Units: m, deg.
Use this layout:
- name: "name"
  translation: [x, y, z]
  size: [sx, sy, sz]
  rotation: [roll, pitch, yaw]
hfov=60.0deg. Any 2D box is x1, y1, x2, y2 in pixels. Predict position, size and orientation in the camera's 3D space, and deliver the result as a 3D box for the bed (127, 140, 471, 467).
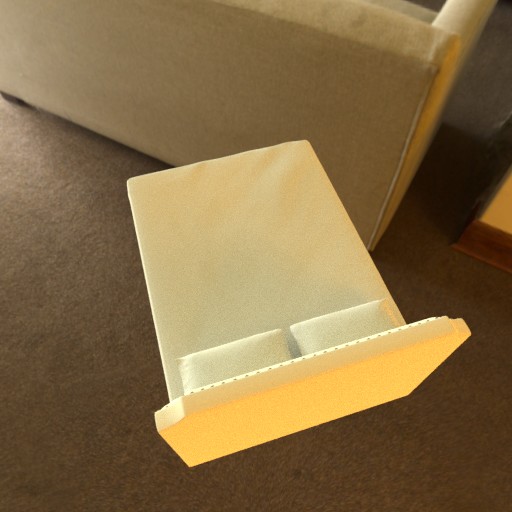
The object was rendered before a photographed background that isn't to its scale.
- name: "bed"
  translation: [0.000, 0.000, 3.305]
  size: [1.703, 1.415, 2.329]
  rotation: [-15, 58, -9]
